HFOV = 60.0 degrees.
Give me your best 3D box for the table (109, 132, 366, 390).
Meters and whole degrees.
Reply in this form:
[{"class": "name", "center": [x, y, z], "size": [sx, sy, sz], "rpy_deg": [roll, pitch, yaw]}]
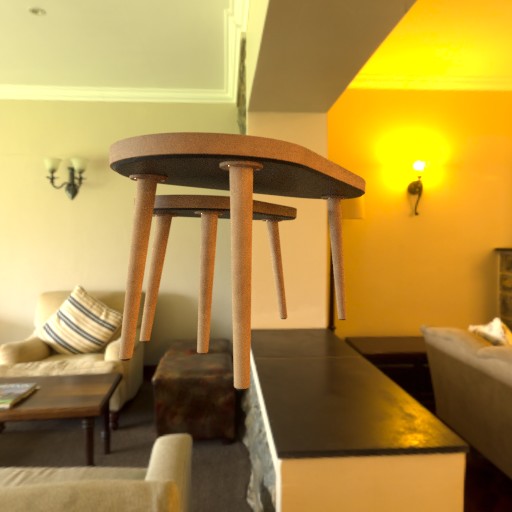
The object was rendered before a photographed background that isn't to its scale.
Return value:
[{"class": "table", "center": [0.000, 0.000, 1.576], "size": [0.701, 0.595, 1.190], "rpy_deg": [1, 2, 37]}]
